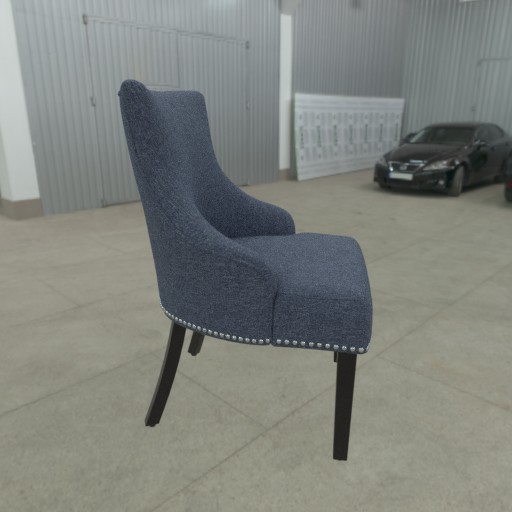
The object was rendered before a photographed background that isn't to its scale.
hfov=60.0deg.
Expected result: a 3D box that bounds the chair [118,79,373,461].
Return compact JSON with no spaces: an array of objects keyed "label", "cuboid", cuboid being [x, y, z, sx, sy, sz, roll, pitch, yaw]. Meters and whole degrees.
[{"label":"chair","cuboid":[0.000,0.000,1.260,0.629,0.909,0.566,3,18,9]}]
